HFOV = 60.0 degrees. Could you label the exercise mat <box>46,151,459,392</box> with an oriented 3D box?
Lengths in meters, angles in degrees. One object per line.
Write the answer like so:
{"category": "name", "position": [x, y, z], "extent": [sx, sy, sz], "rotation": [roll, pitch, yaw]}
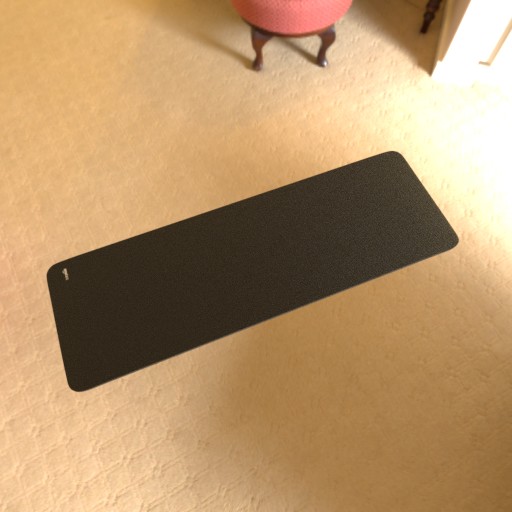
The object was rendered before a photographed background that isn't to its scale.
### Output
{"category": "exercise mat", "position": [0.000, 0.000, 2.072], "extent": [1.869, 0.021, 0.616], "rotation": [-20, 66, -9]}
